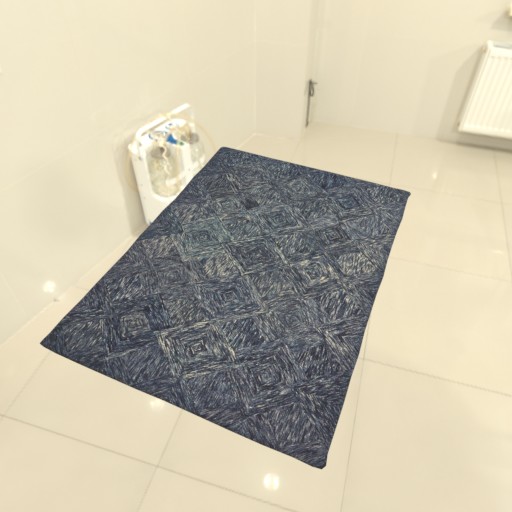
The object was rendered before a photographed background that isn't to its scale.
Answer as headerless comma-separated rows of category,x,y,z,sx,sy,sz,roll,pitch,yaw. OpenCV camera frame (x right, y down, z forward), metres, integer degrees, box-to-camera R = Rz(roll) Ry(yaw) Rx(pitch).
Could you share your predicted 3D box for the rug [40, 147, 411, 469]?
rug,0.000,0.000,4.249,2.385,0.024,3.245,17,48,16
